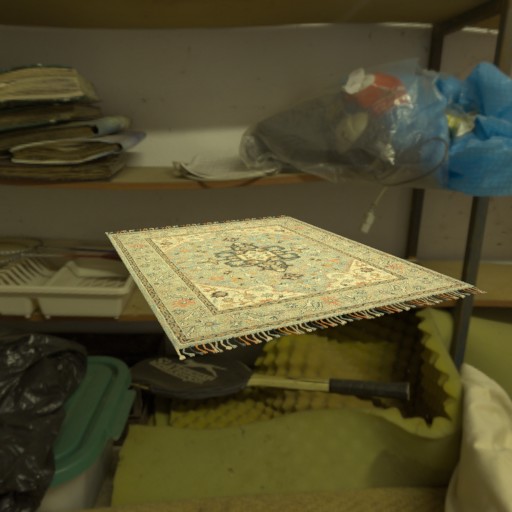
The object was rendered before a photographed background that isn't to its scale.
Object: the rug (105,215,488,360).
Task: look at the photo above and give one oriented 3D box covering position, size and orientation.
[{"bbox_3d":[0.000,0.000,3.508,1.971,0.010,2.651,-8,18,-24],"label":"rug"}]
